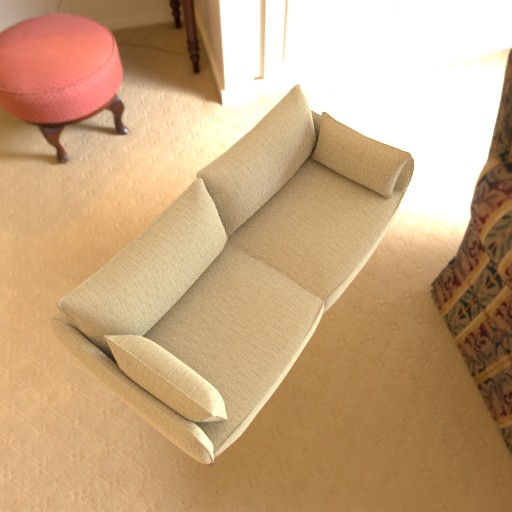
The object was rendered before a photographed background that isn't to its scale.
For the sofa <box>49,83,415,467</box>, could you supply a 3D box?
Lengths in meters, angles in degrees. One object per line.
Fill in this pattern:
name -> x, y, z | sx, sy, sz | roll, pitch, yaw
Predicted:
sofa -> 0.000, 0.000, 2.452 | 0.991, 0.860, 1.989 | 32, 64, 18
